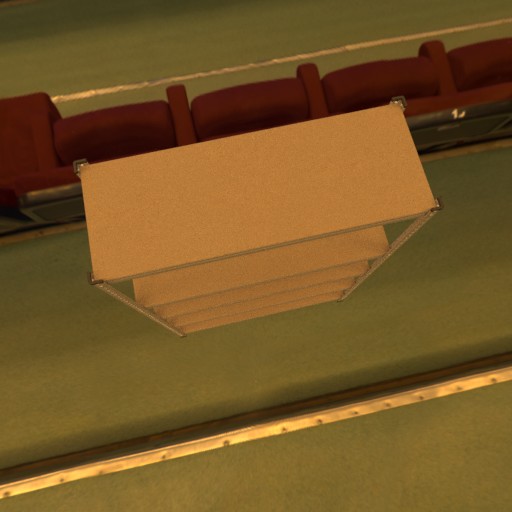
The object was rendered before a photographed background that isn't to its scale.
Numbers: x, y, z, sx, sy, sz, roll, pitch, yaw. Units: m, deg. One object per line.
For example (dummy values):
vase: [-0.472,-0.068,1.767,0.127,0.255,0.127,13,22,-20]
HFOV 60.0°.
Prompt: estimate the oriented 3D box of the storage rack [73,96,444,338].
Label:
storage rack: [0.000,0.000,2.413,1.219,1.829,0.457,-12,75,-3]
